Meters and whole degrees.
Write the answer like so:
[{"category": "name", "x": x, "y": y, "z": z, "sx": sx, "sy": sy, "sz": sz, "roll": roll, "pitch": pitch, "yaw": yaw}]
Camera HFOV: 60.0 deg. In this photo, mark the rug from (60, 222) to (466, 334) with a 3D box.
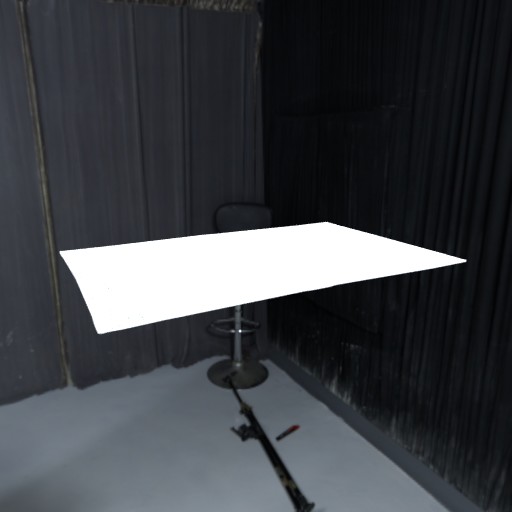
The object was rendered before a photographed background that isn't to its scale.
[{"category": "rug", "x": 0.000, "y": 0.000, "z": 2.288, "sx": 1.773, "sy": 0.021, "sz": 1.149, "roll": -8, "pitch": 17, "yaw": -27}]
